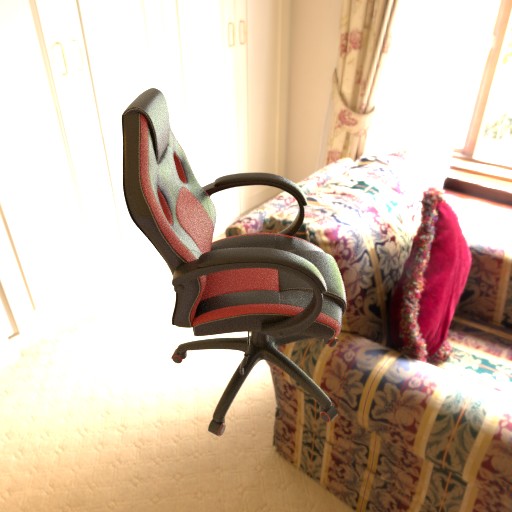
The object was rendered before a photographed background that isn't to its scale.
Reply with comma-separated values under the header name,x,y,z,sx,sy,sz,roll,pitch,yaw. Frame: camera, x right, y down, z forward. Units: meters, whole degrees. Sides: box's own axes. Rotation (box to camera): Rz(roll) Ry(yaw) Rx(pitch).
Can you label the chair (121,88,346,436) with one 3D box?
name,x,y,z,sx,sy,sz,roll,pitch,yaw
chair,0.000,0.000,1.693,0.783,1.189,0.750,0,32,0
